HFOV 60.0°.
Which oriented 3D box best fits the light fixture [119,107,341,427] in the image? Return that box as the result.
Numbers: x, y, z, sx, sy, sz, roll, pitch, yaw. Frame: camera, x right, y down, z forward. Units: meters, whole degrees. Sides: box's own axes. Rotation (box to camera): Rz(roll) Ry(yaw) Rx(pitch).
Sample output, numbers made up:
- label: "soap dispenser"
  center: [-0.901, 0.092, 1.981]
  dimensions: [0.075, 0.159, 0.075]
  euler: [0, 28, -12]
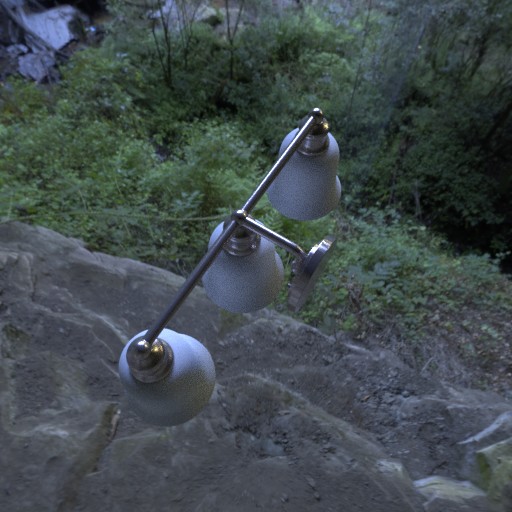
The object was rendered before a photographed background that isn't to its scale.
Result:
- label: "light fixture"
  center: [0.000, 0.000, 0.678]
  dimensions: [0.198, 0.211, 0.570]
  euler: [30, 69, 13]
